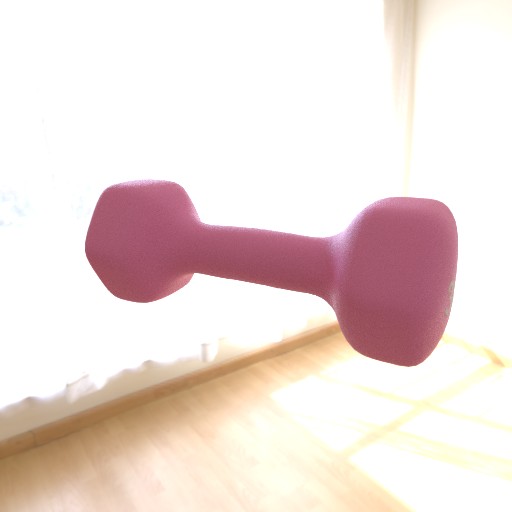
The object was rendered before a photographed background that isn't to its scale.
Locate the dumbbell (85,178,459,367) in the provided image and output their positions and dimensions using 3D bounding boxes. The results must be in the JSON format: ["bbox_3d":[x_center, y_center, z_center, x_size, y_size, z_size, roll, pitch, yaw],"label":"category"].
[{"bbox_3d":[0.000,0.000,0.192,0.159,0.058,0.064,9,19,27],"label":"dumbbell"}]
